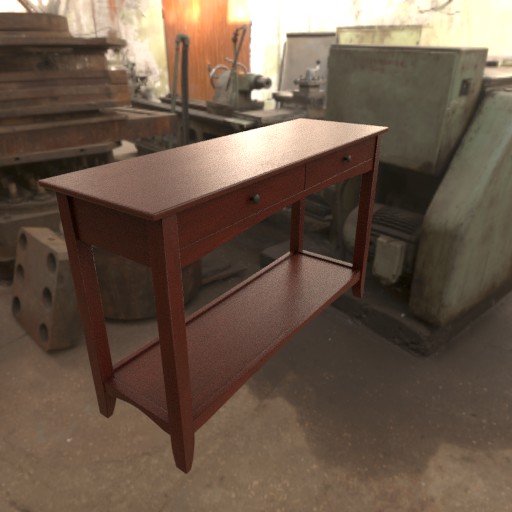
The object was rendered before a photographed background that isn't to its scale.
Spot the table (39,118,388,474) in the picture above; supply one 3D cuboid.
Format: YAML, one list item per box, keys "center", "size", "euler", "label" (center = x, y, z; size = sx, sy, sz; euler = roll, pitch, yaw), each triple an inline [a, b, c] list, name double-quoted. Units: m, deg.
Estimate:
- center: [0.000, 0.000, 1.519]
  size: [0.392, 0.739, 1.188]
  euler: [17, 31, 32]
  label: "table"
